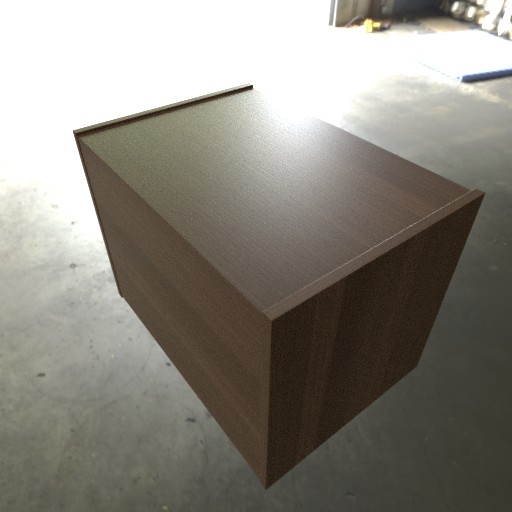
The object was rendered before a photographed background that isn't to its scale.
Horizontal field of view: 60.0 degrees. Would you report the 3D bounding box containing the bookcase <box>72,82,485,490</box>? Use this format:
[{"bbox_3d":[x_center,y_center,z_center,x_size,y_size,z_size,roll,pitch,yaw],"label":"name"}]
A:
[{"bbox_3d":[0.000,0.000,0.623,0.290,0.305,0.415,-27,47,-28],"label":"bookcase"}]
